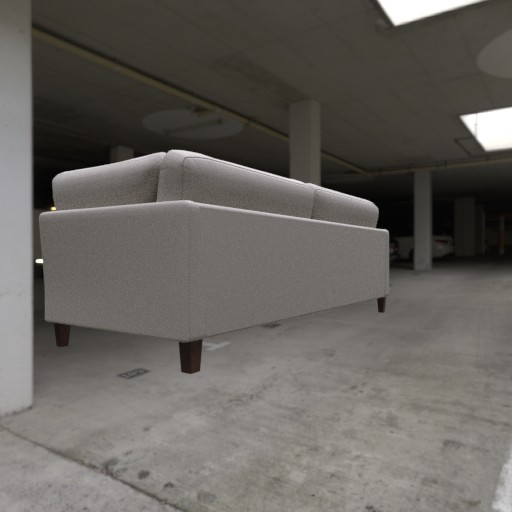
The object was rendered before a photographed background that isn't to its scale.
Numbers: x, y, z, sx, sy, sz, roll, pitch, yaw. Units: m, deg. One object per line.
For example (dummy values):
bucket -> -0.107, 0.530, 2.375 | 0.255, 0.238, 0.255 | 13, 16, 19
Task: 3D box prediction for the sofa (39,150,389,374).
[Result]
sofa -> 0.000, 0.000, 2.762 | 0.957, 0.863, 2.301 | 0, 0, 35
